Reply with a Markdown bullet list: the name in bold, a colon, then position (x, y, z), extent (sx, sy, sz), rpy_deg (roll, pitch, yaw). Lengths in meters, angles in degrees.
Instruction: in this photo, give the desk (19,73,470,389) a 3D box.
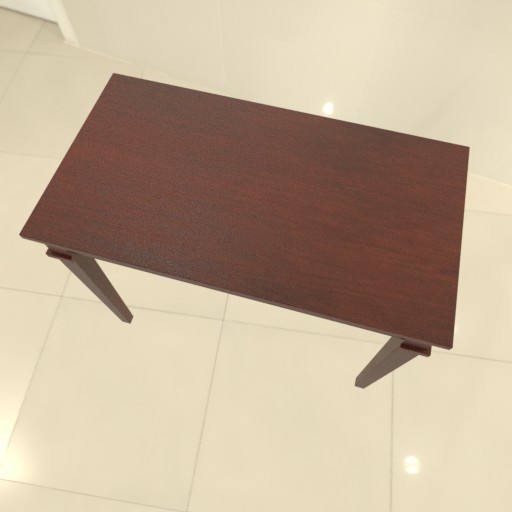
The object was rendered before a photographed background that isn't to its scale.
- **desk**: position (0.000, 0.000, 1.436), extent (1.001, 0.762, 0.549), rpy_deg (14, 65, 7)
